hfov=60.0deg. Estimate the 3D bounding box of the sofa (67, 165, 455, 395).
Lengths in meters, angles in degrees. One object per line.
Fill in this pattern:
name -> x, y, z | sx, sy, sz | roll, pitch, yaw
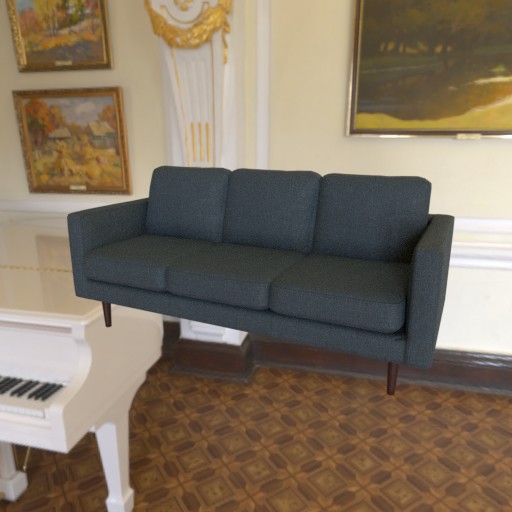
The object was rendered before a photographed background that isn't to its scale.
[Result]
sofa -> 0.000, 0.000, 2.548 | 2.013, 0.945, 0.935 | 7, 17, 25
